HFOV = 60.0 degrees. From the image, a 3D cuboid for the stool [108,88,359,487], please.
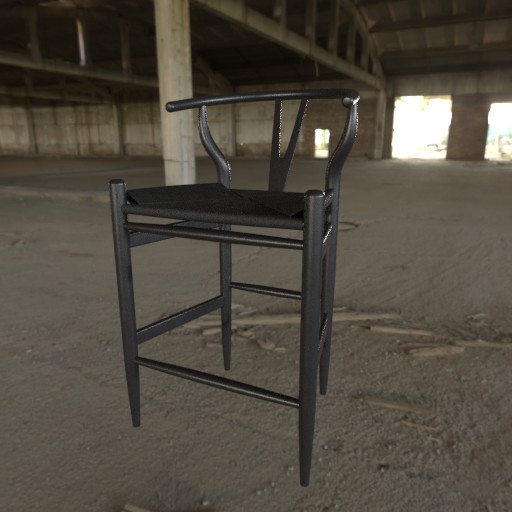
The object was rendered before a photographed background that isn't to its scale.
[{"bbox_3d":[0.000,0.000,1.309,0.569,0.970,0.579,7,17,25],"label":"stool"}]
